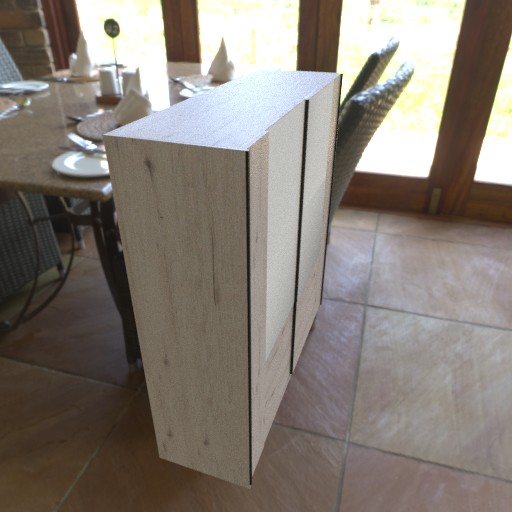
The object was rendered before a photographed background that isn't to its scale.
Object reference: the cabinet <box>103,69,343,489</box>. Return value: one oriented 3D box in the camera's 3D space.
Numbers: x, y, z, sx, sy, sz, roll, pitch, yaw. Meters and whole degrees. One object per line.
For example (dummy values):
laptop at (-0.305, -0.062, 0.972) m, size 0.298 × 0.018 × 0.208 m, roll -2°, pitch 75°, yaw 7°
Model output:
cabinet at (0.000, 0.000, 3.146) m, size 0.660 × 2.180 × 2.000 m, roll 10°, pitch 32°, yaw 17°
